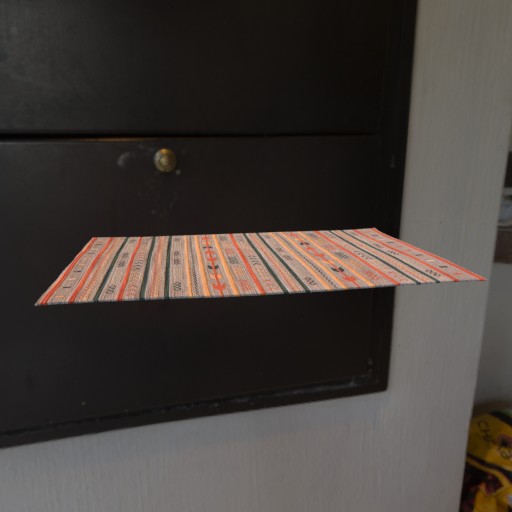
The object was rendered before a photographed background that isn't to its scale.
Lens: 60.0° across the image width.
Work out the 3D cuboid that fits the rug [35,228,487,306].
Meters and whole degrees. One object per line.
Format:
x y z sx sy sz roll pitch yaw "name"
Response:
0.000 0.000 3.070 2.439 0.029 1.537 -2 15 -10 "rug"
